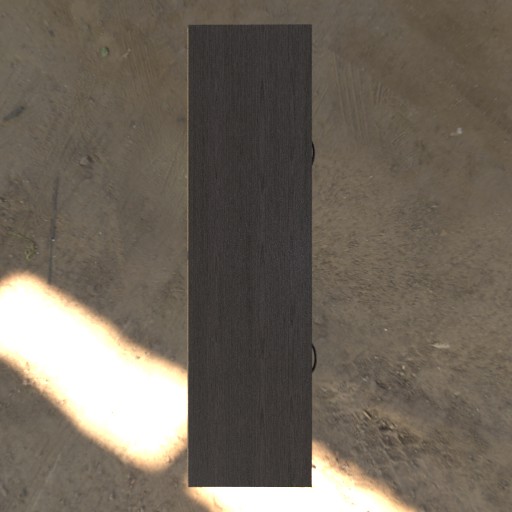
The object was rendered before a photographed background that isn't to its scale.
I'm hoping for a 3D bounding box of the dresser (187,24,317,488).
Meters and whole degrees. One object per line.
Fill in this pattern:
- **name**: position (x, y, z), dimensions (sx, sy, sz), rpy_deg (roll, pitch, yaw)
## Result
- **dresser**: position (0.000, 0.000, 1.679), dimensions (0.401, 0.755, 1.360), rpy_deg (0, 90, 0)
